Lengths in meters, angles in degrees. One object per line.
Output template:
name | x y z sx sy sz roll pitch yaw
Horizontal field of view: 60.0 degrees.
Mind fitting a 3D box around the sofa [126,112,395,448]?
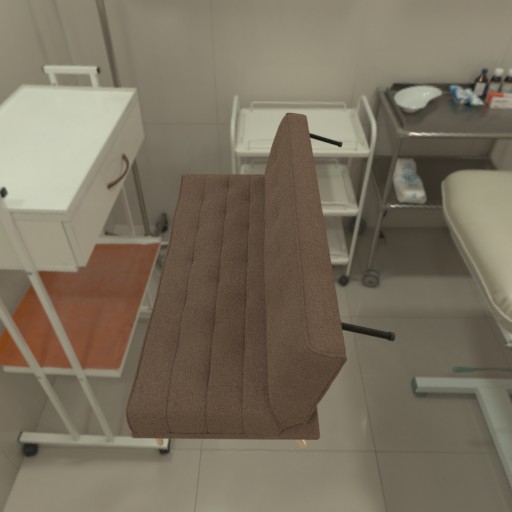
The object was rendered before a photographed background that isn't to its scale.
sofa | 0.000 0.000 2.364 1.038 0.810 1.820 0 42 0
